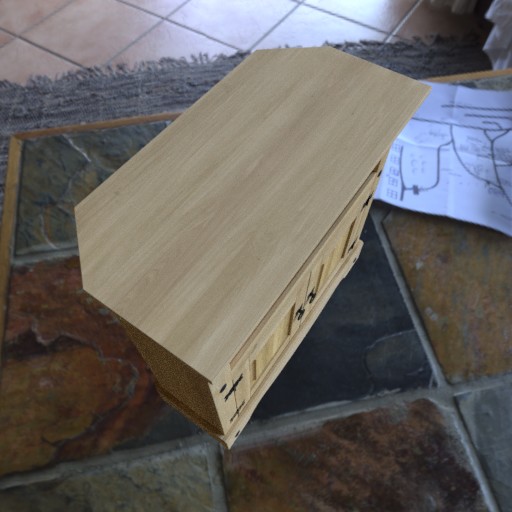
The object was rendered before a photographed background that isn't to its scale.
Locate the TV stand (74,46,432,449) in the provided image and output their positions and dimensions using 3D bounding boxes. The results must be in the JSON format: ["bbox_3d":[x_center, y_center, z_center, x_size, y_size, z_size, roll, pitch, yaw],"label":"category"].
[{"bbox_3d":[0.000,0.000,1.258,0.425,0.781,0.851,30,63,18],"label":"TV stand"}]
